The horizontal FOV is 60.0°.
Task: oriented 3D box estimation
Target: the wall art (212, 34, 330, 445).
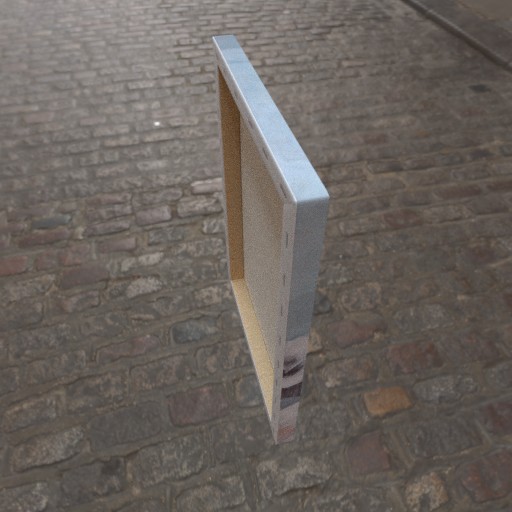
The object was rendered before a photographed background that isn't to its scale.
[{"bbox_3d":[0.000,0.000,0.810,0.037,0.613,0.455,-10,47,-10],"label":"wall art"}]
